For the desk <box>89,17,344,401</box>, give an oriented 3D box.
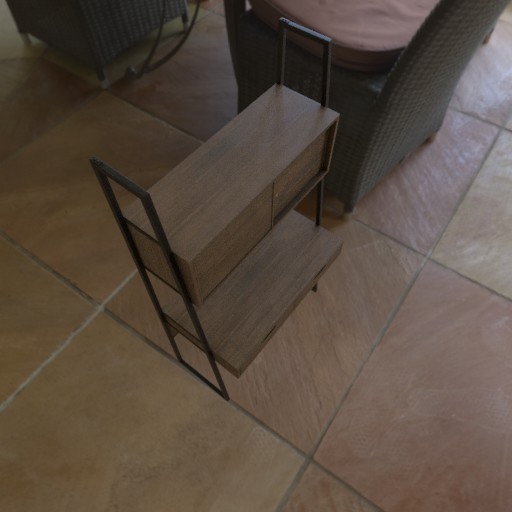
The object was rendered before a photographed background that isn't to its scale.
[{"bbox_3d":[0.000,0.000,2.218,0.515,1.809,0.982,34,64,19],"label":"desk"}]
